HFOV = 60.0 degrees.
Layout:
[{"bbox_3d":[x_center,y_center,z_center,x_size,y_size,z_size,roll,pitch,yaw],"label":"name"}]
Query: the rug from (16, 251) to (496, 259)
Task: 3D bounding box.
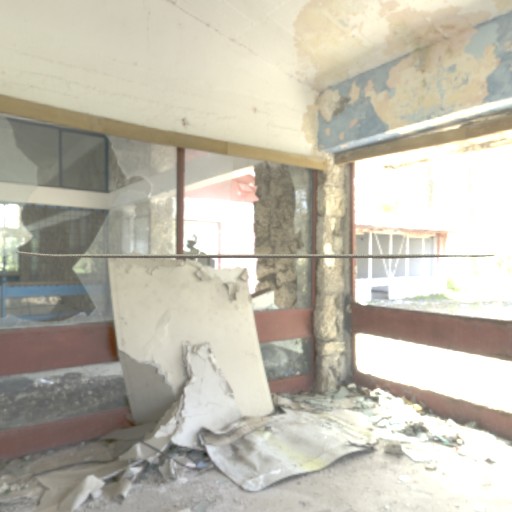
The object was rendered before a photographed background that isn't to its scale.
[{"bbox_3d":[0.000,0.000,2.389,1.947,0.023,1.214,0,-1,0],"label":"rug"}]
